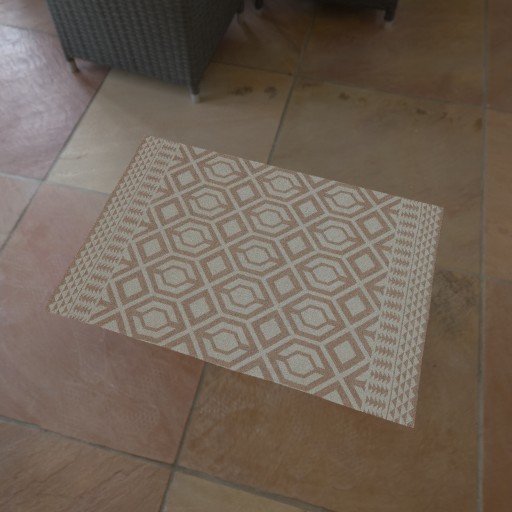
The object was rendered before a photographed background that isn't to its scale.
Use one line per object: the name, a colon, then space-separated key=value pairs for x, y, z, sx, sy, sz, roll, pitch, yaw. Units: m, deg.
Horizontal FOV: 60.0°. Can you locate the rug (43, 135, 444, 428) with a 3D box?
rug: x=0.000 y=0.000 z=2.342 sx=1.829 sy=0.008 sz=1.219 roll=15 pitch=62 yaw=8
